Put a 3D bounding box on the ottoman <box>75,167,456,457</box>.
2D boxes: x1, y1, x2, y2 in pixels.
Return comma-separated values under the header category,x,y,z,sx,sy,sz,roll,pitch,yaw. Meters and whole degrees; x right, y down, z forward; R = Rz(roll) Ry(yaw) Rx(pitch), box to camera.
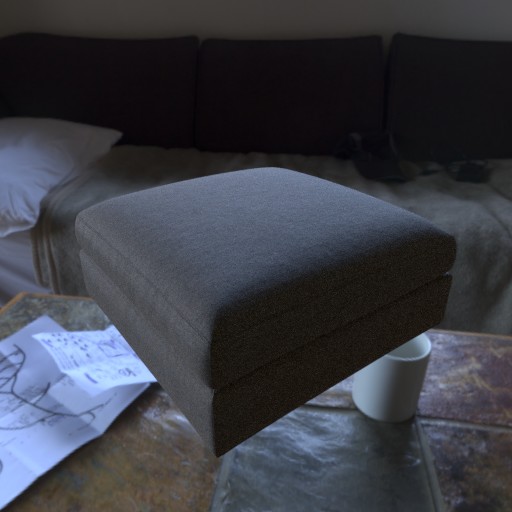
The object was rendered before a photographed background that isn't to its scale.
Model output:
category,x,y,z,sx,sy,sz,roll,pitch,yaw
ottoman,0.000,0.000,1.669,1.041,0.470,1.041,-19,32,-32
